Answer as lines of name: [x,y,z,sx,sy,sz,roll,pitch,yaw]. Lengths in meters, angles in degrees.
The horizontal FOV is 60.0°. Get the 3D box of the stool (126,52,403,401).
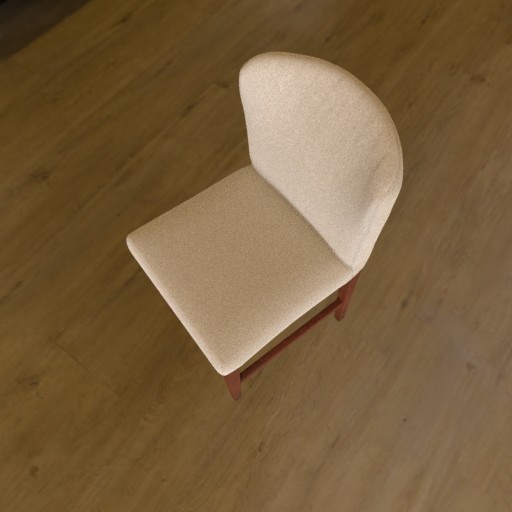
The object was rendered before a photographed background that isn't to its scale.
stool: [0.000,0.000,1.284,0.568,0.968,0.479,-34,68,-16]
